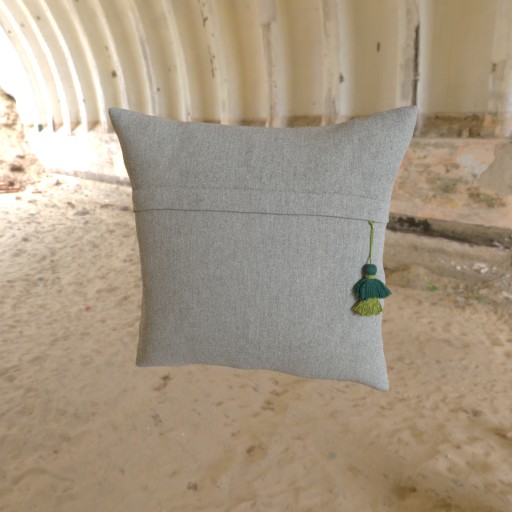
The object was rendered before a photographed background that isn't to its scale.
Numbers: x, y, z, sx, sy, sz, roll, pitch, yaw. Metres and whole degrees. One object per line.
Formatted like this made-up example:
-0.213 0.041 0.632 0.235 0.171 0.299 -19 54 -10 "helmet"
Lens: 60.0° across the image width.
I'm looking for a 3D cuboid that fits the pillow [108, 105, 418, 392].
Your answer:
0.000 0.000 0.683 0.433 0.436 0.173 3 17 9 "pillow"
